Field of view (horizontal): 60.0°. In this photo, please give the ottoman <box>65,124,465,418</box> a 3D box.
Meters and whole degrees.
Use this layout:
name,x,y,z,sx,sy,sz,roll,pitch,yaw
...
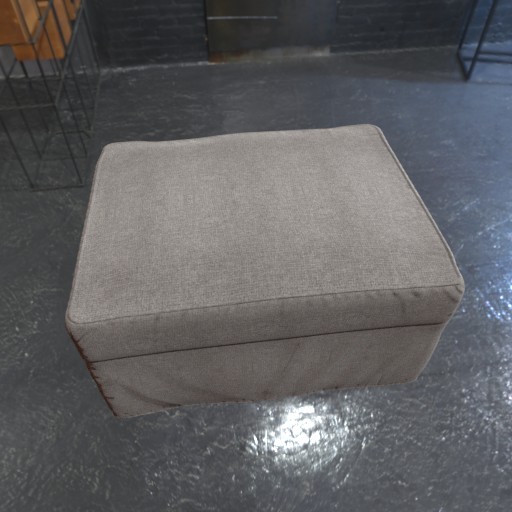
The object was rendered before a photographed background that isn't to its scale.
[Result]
name,x,y,z,sx,sy,sz,roll,pitch,yaw
ottoman,0.000,0.000,1.231,0.833,0.492,0.652,-5,47,-5
